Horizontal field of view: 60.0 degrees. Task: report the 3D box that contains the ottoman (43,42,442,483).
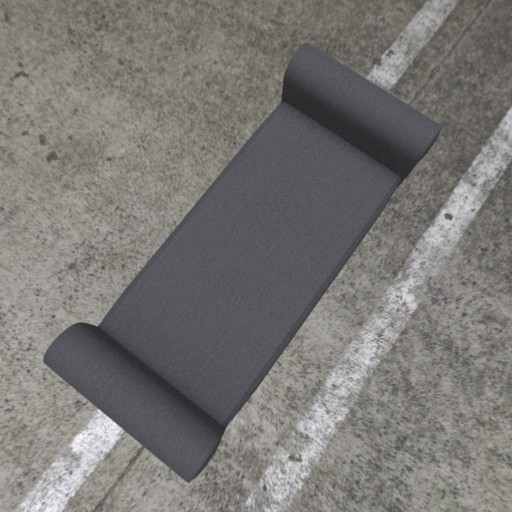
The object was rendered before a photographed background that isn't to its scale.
[{"bbox_3d":[0.000,0.000,1.497,0.521,0.547,1.256,36,79,8],"label":"ottoman"}]
